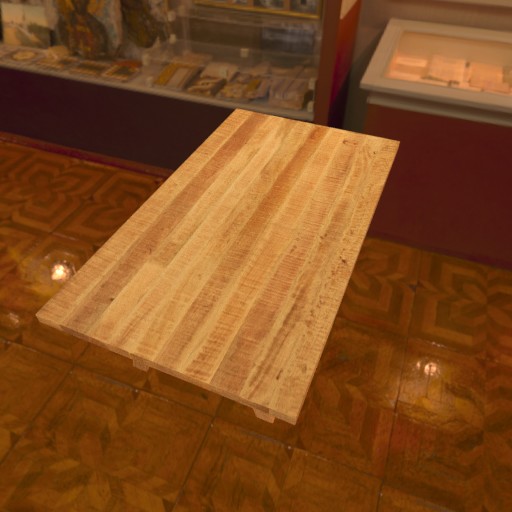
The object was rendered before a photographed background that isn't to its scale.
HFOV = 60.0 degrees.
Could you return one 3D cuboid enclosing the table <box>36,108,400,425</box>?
[{"bbox_3d":[0.000,0.000,1.706,0.760,0.455,1.320,17,47,16],"label":"table"}]
